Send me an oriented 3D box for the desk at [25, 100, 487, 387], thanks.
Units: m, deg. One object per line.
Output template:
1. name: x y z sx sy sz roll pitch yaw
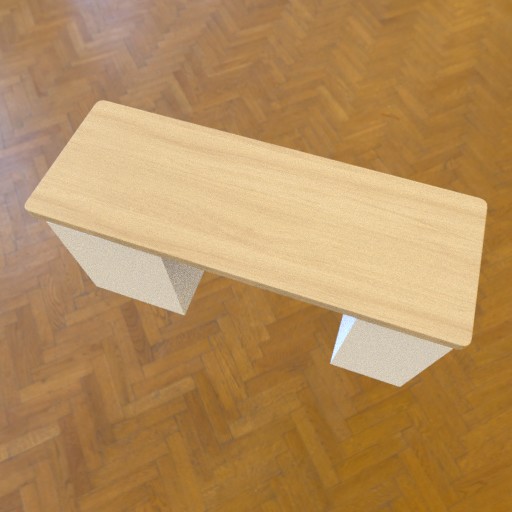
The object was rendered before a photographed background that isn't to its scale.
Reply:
1. desk: 0.000 0.000 1.849 1.500 0.755 0.550 17 63 9
